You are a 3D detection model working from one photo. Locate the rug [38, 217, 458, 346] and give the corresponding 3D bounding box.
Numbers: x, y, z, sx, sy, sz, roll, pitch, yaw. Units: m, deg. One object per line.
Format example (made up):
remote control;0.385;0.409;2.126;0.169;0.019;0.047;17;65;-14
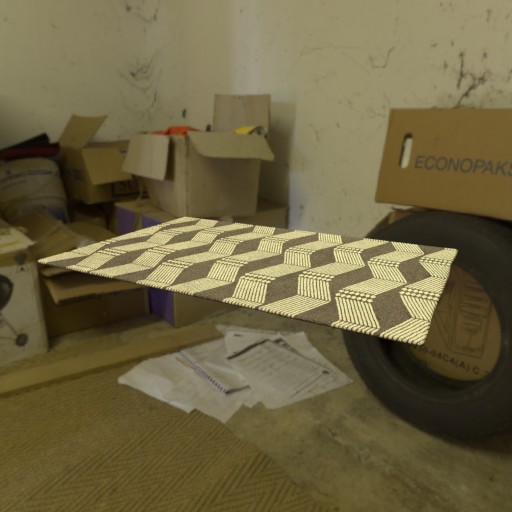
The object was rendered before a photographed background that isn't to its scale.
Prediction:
rug;0.000;0.000;2.302;1.833;0.016;1.210;9;19;27
